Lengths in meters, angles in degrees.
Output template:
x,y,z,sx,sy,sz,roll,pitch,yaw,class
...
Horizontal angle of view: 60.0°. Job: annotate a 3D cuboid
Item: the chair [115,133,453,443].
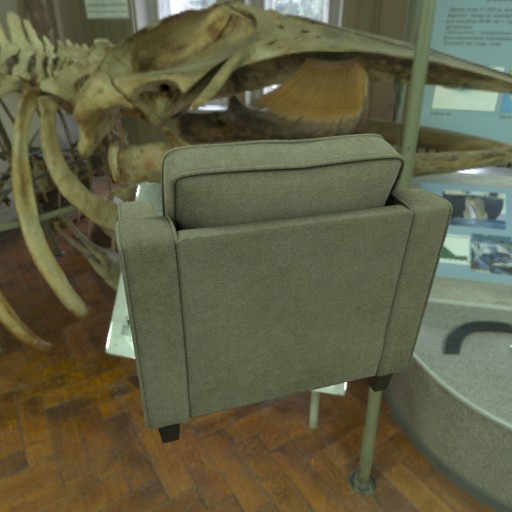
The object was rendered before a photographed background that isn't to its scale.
x,y,z,sx,sy,sz,roll,pitch,yaw,class
0.000,0.000,1.621,0.926,0.944,0.840,-8,28,-15,chair
